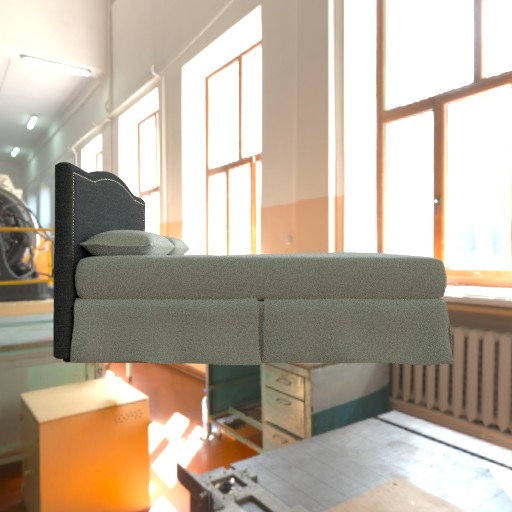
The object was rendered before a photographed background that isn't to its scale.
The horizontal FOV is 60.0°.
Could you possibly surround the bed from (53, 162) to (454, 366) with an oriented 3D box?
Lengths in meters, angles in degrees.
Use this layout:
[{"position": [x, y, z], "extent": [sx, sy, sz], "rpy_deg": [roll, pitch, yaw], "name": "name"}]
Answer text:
[{"position": [0.000, 0.000, 3.959], "extent": [2.689, 1.457, 2.161], "rpy_deg": [0, 0, 0], "name": "bed"}]
